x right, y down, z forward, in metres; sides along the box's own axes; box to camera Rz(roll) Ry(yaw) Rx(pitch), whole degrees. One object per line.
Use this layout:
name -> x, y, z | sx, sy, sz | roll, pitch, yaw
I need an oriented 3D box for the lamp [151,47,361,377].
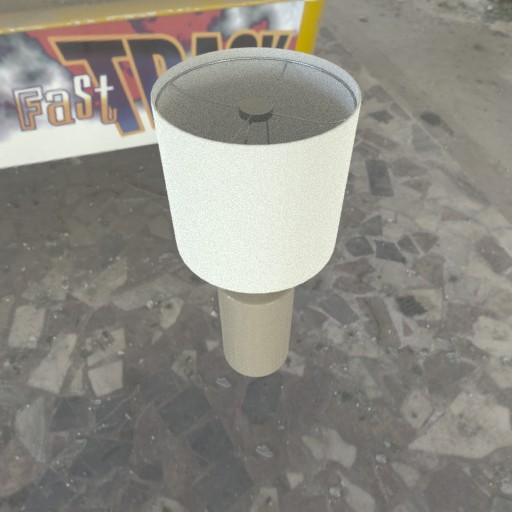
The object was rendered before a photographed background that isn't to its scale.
lamp -> 0.000, 0.000, 0.628 | 0.212, 0.493, 0.212 | 16, 48, 15
